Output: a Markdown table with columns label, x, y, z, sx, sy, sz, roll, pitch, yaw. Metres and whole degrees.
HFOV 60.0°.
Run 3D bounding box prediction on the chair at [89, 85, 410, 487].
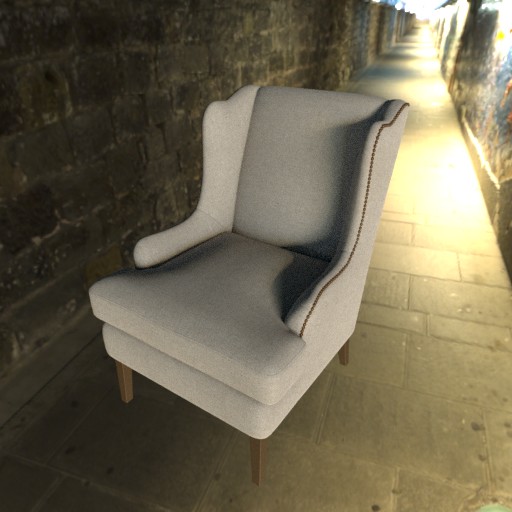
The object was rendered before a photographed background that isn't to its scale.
| label | x | y | z | sx | sy | sz | roll | pitch | yaw |
| --- | --- | --- | --- | --- | --- | --- | --- | --- | --- |
| chair | 0.000 | 0.000 | 1.587 | 0.737 | 1.029 | 0.940 | 18 | 34 | 29 |
